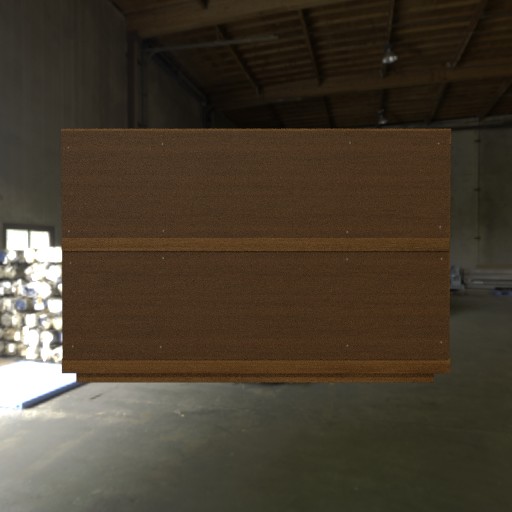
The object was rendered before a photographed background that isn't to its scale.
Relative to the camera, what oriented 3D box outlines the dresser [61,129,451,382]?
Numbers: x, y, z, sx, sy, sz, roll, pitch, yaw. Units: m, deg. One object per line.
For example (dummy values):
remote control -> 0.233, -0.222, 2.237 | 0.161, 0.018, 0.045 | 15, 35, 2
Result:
dresser -> 0.000, 0.000, 1.663 | 1.261, 0.825, 0.479 | 0, 1, 0
